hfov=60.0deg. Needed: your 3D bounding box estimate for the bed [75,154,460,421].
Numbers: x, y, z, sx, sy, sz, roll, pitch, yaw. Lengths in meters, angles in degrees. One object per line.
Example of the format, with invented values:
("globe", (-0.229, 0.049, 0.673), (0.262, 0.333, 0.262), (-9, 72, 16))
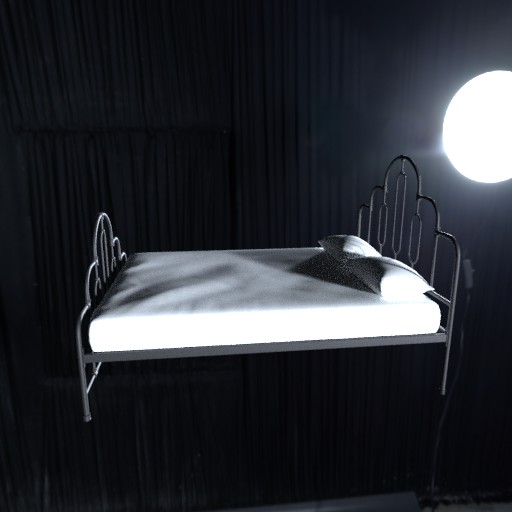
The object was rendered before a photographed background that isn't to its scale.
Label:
("bed", (0.000, 0.000, 3.217), (2.163, 1.429, 1.640), (-2, 14, -7))
